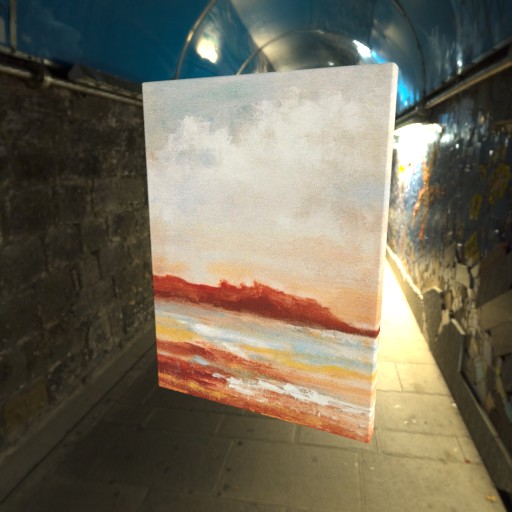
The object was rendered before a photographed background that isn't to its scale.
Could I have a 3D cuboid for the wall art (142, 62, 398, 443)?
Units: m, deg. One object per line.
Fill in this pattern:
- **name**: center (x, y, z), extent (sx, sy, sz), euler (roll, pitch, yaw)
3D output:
- **wall art**: center (0.000, 0.000, 0.791), extent (0.443, 0.605, 0.035), euler (6, 15, 25)
